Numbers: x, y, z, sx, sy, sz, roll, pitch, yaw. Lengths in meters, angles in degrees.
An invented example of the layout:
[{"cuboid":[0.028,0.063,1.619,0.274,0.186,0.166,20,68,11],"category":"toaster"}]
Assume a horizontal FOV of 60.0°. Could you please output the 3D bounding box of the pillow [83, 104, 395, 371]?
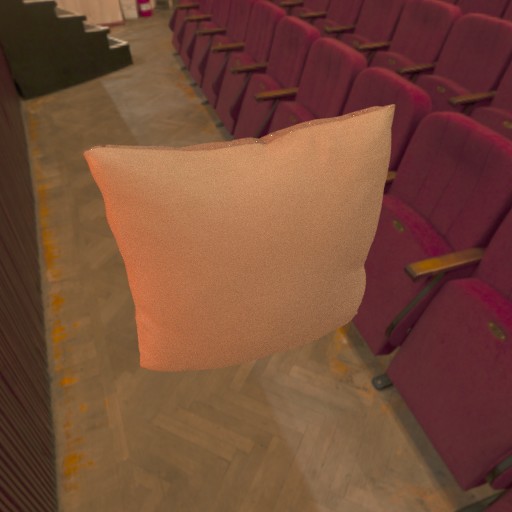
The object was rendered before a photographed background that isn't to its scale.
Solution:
[{"cuboid":[0.000,0.000,0.729,0.450,0.448,0.245,-12,42,-14],"category":"pillow"}]
